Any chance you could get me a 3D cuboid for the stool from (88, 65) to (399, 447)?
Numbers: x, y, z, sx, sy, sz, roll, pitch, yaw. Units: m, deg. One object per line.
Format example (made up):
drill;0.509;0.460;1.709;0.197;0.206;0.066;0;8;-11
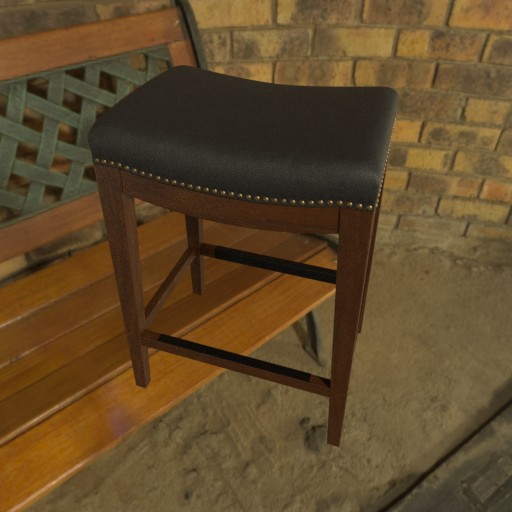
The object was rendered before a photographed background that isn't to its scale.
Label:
stool;0.000;0.000;0.923;0.490;0.664;0.353;12;41;14
